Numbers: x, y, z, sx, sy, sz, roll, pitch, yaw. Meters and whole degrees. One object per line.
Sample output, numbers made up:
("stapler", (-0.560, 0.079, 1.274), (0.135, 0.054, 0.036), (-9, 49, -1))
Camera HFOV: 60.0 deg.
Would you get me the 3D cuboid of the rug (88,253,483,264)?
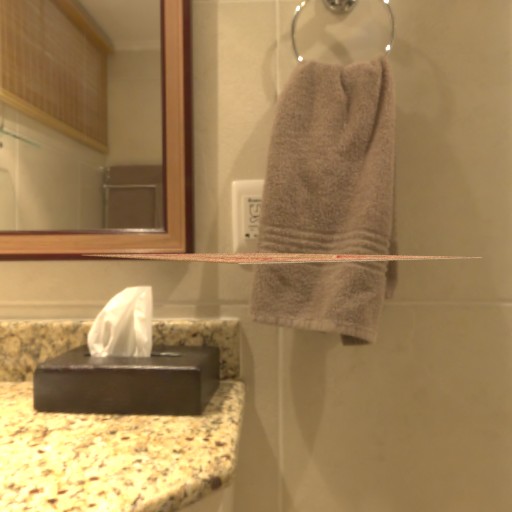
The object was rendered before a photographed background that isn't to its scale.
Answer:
("rug", (0.000, 0.000, 4.284), (2.451, 0.008, 3.143), (-1, 1, -36))
